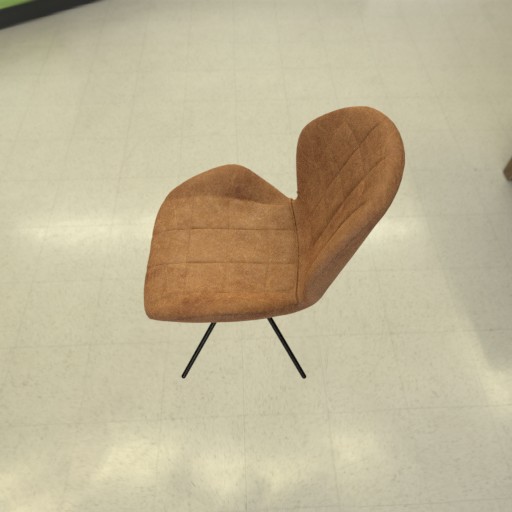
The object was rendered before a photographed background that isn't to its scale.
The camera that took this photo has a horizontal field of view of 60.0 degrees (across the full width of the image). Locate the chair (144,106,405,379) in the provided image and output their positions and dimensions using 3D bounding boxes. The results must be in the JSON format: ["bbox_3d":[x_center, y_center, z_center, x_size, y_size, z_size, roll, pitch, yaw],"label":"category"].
[{"bbox_3d":[0.000,0.000,1.335,0.640,0.929,0.527,0,56,0],"label":"chair"}]
